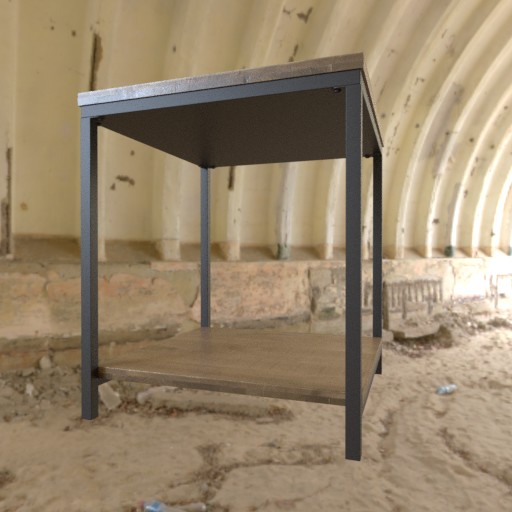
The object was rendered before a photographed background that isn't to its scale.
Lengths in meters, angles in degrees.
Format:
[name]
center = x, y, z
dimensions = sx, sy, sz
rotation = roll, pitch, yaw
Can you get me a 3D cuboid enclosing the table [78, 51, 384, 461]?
[table]
center = 0.000, 0.000, 0.957
dimensions = 0.503, 0.589, 0.507
rotation = 0, 0, 19
